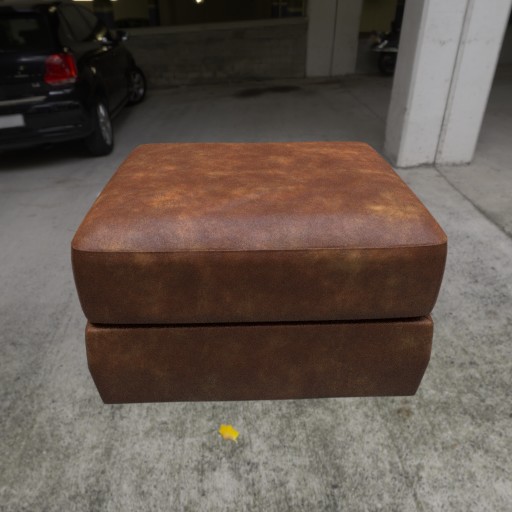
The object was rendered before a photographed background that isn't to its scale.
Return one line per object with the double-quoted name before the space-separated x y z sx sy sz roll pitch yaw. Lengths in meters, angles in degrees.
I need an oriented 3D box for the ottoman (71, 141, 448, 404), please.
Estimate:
"ottoman" 0.000 0.000 1.141 0.751 0.476 0.603 -1 31 -2
